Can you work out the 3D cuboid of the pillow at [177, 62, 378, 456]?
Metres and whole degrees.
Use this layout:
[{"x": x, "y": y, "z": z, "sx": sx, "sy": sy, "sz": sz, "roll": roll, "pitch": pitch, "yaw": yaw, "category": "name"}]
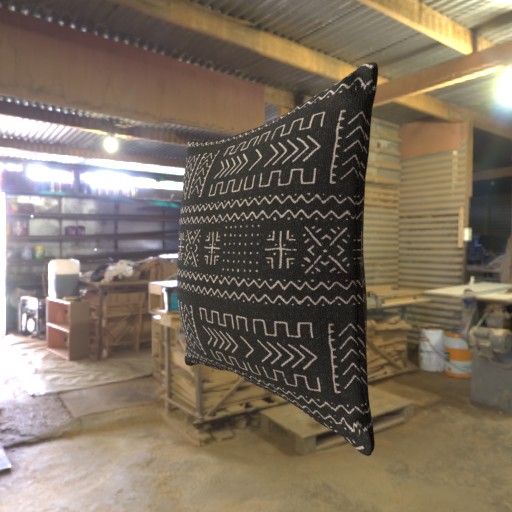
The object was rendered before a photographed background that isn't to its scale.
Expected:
[{"x": 0.000, "y": 0.000, "z": 0.655, "sx": 0.164, "sy": 0.430, "sz": 0.438, "roll": -1, "pitch": 2, "yaw": -36, "category": "pillow"}]
